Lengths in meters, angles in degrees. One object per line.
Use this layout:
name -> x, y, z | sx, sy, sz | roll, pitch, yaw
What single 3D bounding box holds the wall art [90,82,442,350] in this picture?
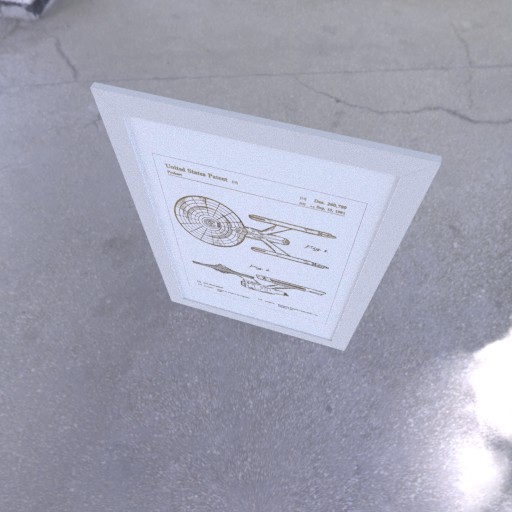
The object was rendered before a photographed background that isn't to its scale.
wall art -> 0.000, 0.000, 0.834 | 0.454, 0.659, 0.011 | 15, 60, 9
